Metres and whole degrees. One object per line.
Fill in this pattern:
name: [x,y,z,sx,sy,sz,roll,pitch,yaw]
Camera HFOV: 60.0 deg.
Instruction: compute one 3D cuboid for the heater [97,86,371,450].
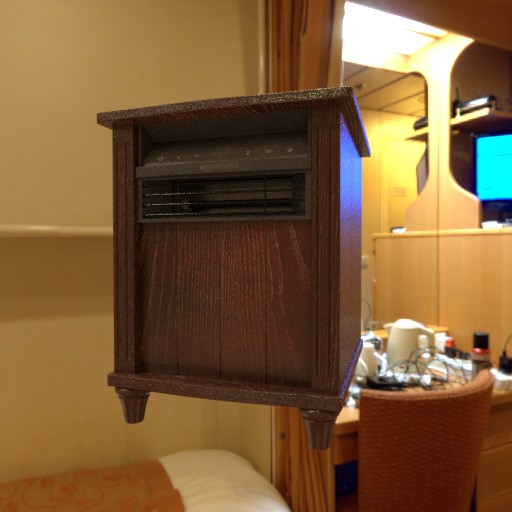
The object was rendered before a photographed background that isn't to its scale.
heater: [0.000,0.000,0.762,0.362,0.481,0.400,0,1,18]
